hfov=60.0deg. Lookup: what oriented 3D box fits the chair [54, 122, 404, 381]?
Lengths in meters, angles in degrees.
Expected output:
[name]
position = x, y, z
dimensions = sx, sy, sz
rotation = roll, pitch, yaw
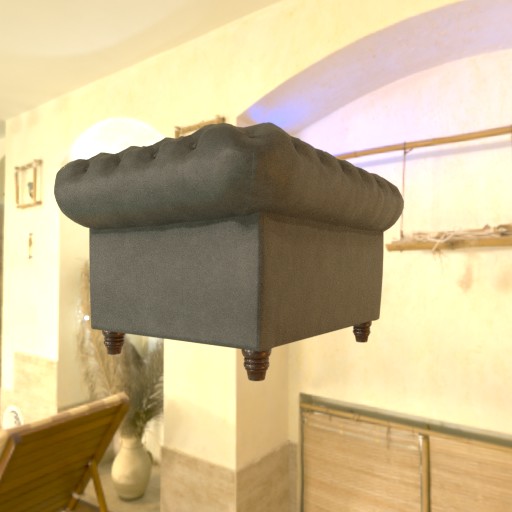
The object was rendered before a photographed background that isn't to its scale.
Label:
[chair]
position = 0.000, 0.000, 1.875
dimensions = 0.943, 0.780, 1.298
rotation = -1, -2, 35
